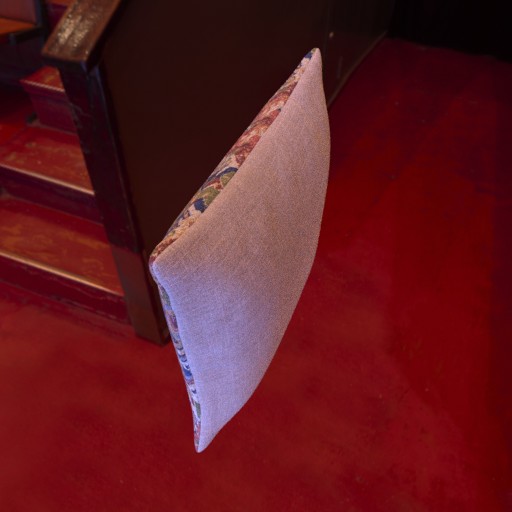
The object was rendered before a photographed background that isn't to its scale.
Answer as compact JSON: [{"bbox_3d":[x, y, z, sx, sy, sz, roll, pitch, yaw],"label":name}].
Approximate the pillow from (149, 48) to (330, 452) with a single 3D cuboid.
[{"bbox_3d":[0.000,0.000,0.751,0.166,0.506,0.523,17,49,15],"label":"pillow"}]
